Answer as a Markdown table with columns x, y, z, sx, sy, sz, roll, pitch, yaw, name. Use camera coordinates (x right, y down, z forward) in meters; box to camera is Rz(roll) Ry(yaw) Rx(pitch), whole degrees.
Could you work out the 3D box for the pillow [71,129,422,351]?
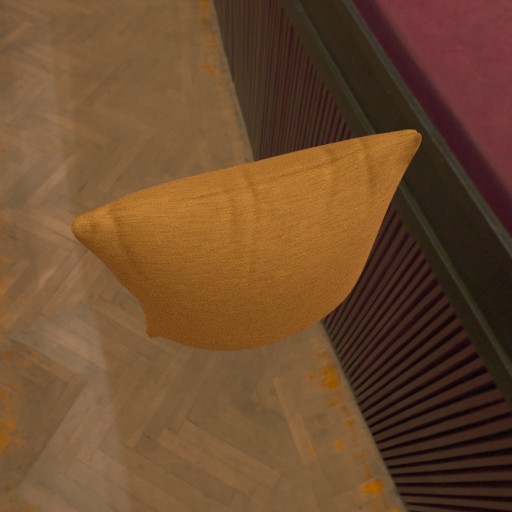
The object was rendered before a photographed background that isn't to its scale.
| x | y | z | sx | sy | sz | roll | pitch | yaw | name |
| --- | --- | --- | --- | --- | --- | --- | --- | --- | --- |
| 0.000 | 0.000 | 0.697 | 0.435 | 0.417 | 0.247 | -16 | 64 | -8 | pillow |
